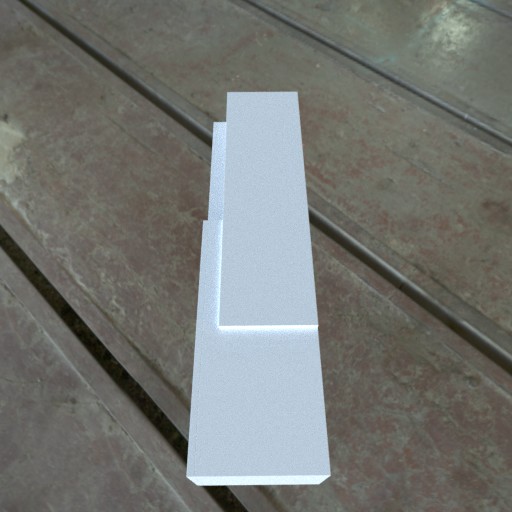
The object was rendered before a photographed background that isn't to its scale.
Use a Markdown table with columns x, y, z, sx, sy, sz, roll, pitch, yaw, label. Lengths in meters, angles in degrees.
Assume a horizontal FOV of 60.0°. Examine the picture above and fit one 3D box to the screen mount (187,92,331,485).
| x | y | z | sx | sy | sz | roll | pitch | yaw | label |
| --- | --- | --- | --- | --- | --- | --- | --- | --- | --- |
| 0.000 | 0.000 | 1.850 | 0.420 | 0.320 | 1.680 | 0 | 58 | 0 | screen mount |
